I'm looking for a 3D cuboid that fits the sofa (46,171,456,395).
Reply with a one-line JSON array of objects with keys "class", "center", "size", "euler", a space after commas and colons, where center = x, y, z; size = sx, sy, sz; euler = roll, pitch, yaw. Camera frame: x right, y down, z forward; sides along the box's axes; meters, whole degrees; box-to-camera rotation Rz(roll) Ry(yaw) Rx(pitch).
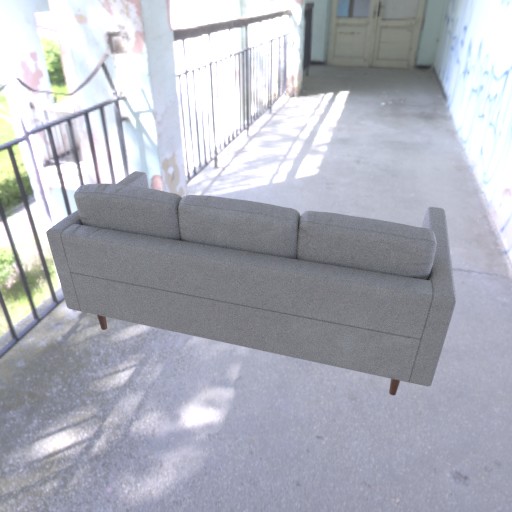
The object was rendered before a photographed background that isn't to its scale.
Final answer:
[{"class": "sofa", "center": [0.000, 0.000, 2.545], "size": [1.983, 0.918, 0.944], "euler": [9, 33, 14]}]
